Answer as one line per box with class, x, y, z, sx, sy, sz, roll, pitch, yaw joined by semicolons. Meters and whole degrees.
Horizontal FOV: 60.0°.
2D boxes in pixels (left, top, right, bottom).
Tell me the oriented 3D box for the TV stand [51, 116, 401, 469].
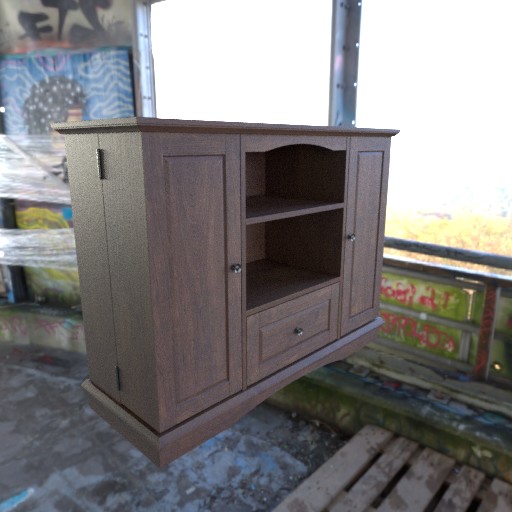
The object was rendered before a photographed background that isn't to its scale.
TV stand;0.000;0.000;1.450;0.406;0.813;1.067;14;20;43
